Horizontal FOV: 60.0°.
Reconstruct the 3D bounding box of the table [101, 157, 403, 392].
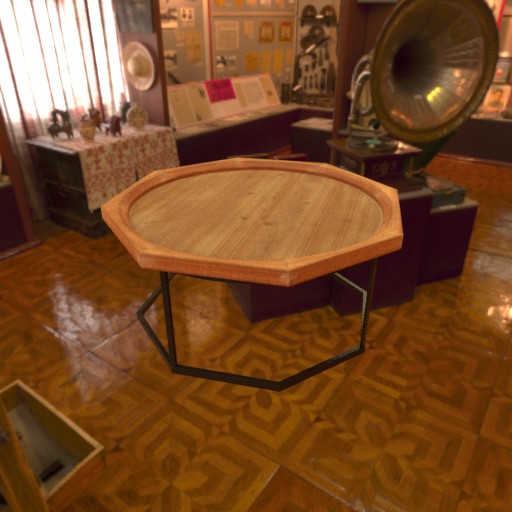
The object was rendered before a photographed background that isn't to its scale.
[{"bbox_3d":[0.000,0.000,1.583,1.002,0.444,1.002,0,28,0],"label":"table"}]
